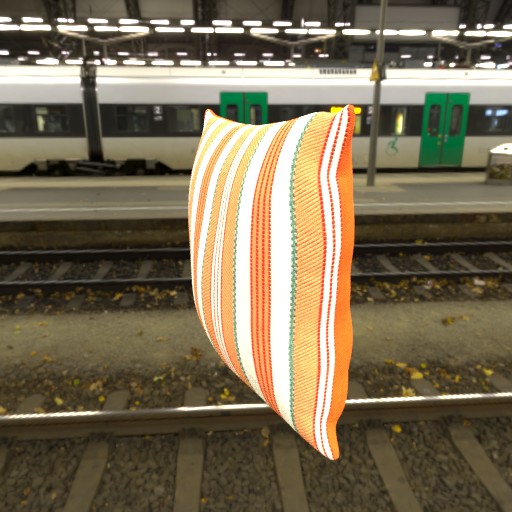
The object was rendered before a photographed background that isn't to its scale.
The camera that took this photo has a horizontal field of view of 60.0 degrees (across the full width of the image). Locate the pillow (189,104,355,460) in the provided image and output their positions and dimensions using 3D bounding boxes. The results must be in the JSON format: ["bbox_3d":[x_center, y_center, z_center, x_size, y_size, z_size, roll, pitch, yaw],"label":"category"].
[{"bbox_3d":[0.000,0.000,0.684,0.182,0.441,0.440,-8,18,-24],"label":"pillow"}]
